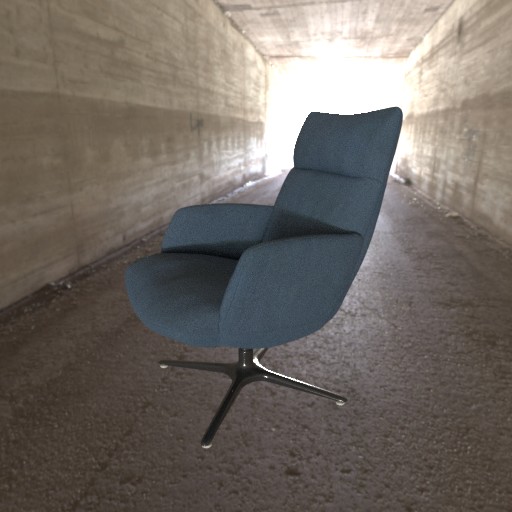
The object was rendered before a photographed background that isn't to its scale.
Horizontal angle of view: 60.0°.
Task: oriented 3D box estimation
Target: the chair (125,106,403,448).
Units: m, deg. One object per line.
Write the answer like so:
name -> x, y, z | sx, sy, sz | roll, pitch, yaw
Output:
chair -> 0.000, 0.000, 1.593 | 0.889, 1.016, 0.711 | -8, 18, -25
